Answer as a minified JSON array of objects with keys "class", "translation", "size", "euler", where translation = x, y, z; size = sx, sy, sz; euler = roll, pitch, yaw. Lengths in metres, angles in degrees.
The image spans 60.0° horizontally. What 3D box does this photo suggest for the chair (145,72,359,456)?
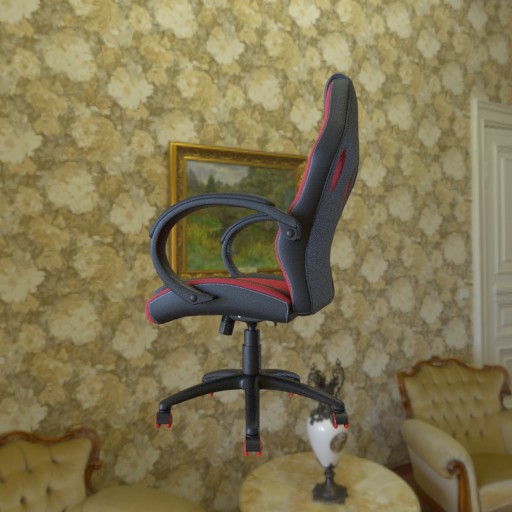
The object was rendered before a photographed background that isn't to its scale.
[{"class":"chair","translation":[0.000,0.000,1.633],"size":[0.724,1.187,0.673],"euler":[0,0,18]}]
